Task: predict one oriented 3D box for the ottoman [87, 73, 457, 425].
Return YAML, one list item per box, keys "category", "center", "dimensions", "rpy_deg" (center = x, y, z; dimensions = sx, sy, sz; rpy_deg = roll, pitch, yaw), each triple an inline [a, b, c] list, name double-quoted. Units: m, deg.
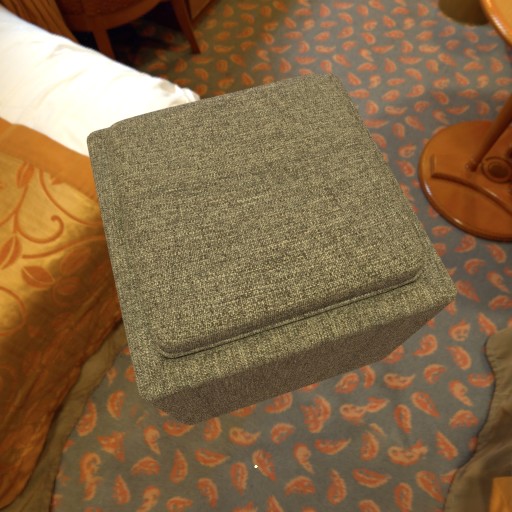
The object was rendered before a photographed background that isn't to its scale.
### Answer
- category: "ottoman"
  center: [0.000, 0.000, 0.820]
  dimensions: [0.450, 0.460, 0.450]
  rpy_deg: [-17, 66, -8]
